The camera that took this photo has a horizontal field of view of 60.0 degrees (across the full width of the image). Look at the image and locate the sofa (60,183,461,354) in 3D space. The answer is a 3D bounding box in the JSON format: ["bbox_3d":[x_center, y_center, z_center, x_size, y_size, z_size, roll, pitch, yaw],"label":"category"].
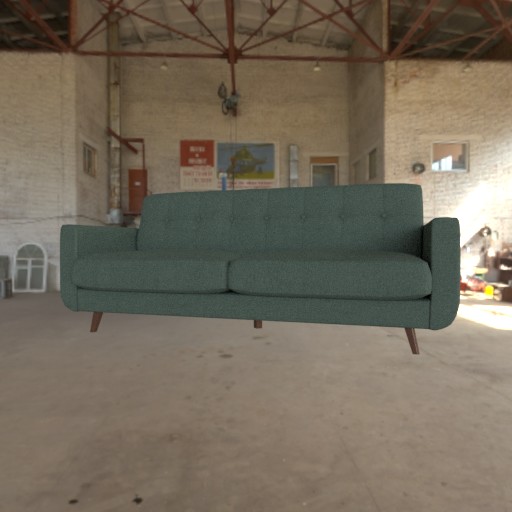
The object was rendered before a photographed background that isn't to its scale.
[{"bbox_3d":[0.000,0.000,2.512,2.029,0.841,0.909,0,1,18],"label":"sofa"}]
